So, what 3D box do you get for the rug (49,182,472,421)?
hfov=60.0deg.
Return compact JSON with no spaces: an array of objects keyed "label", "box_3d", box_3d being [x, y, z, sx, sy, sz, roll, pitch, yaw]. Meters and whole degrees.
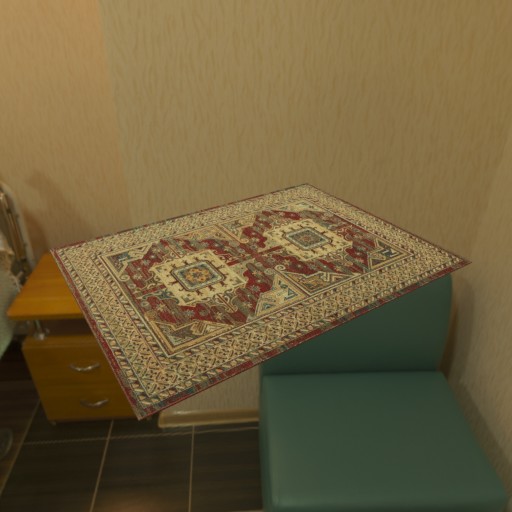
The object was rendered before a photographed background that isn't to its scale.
[{"label":"rug","box_3d":[0.000,0.000,4.173,3.197,0.013,2.381,-19,35,-28]}]
